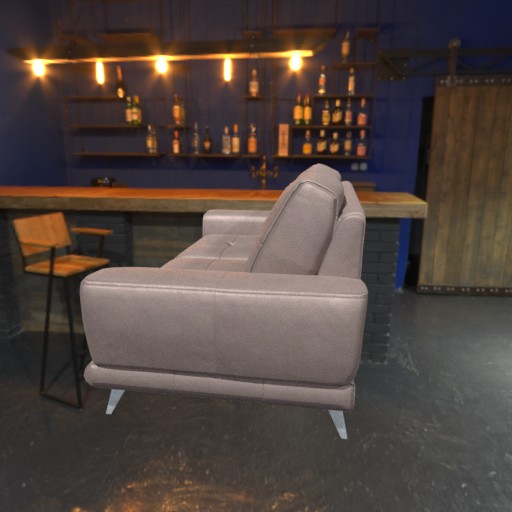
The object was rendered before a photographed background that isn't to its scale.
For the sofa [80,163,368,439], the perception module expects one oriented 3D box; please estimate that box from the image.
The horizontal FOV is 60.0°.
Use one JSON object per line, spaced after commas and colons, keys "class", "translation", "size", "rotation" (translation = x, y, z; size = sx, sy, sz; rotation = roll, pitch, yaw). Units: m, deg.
{"class": "sofa", "translation": [0.000, 0.000, 2.332], "size": [1.018, 0.907, 1.806], "rotation": [2, 14, 9]}
